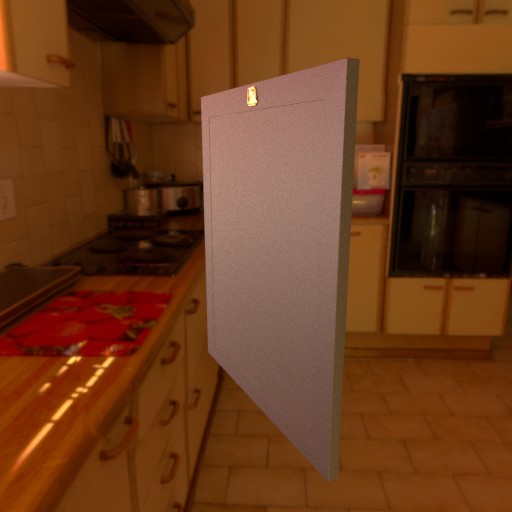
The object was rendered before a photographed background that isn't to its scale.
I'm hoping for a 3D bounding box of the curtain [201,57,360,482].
[{"bbox_3d":[0.000,0.000,0.799,0.027,0.585,0.483,-7,16,-27],"label":"curtain"}]
